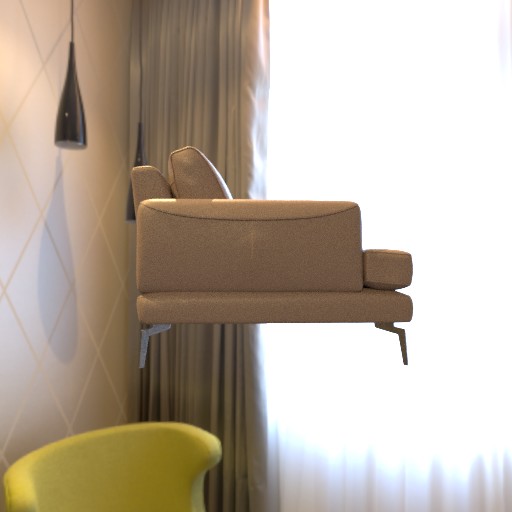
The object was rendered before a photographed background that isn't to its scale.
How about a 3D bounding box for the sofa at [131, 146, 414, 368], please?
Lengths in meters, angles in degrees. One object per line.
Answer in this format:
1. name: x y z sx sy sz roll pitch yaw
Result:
1. sofa: 0.000 0.000 2.392 0.974 0.765 1.940 0 -1 -2
